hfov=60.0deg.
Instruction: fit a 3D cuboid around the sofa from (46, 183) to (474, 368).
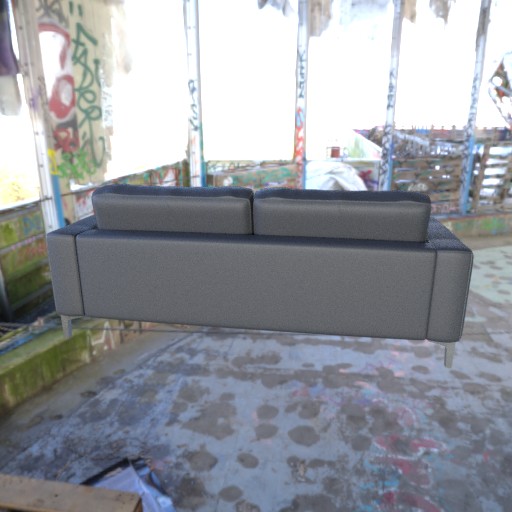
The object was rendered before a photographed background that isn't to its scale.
[{"bbox_3d":[0.000,0.000,2.714,2.275,0.893,0.833,3,17,8],"label":"sofa"}]
